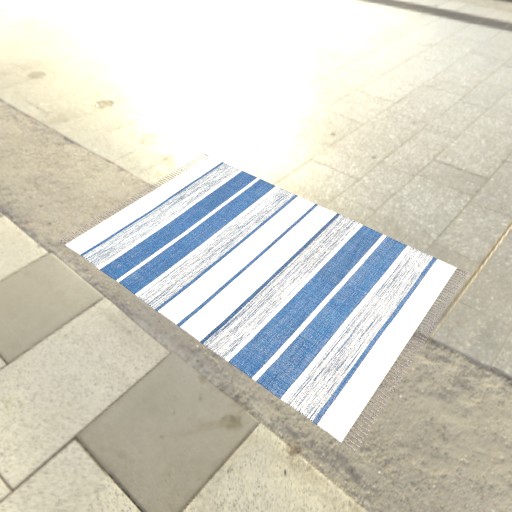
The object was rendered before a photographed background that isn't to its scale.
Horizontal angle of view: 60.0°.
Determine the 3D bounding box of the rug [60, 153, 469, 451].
[{"bbox_3d":[0.000,0.000,3.099,2.441,0.010,1.532,29,51,27],"label":"rug"}]
